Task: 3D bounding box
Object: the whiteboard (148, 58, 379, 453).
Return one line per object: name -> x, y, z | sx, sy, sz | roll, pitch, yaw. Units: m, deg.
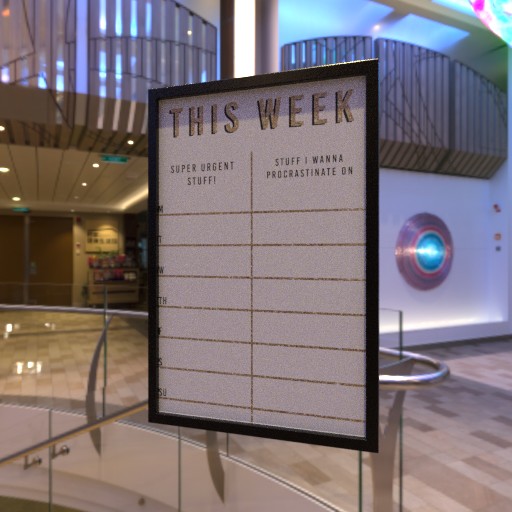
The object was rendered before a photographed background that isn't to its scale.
whiteboard -> 0.000, 0.000, 0.758 | 0.406, 0.611, 0.026 | 0, 0, 18
